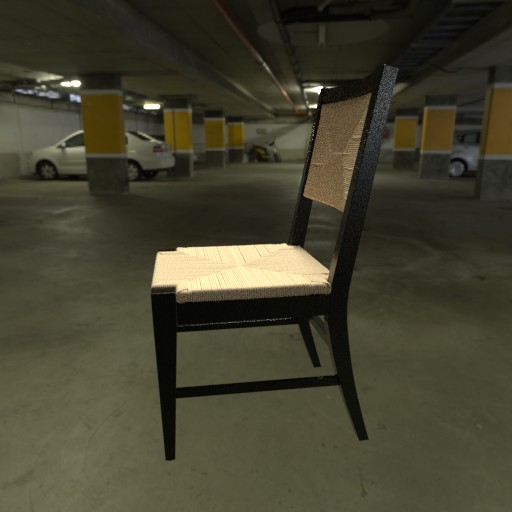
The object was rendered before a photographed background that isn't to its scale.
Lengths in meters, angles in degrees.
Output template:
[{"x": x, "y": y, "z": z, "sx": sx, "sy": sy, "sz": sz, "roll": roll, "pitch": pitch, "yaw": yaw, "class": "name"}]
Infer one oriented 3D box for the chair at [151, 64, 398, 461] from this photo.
[{"x": 0.000, "y": 0.000, "z": 1.220, "sx": 0.552, "sy": 0.927, "sz": 0.437, "roll": -2, "pitch": 14, "yaw": -10, "class": "chair"}]
